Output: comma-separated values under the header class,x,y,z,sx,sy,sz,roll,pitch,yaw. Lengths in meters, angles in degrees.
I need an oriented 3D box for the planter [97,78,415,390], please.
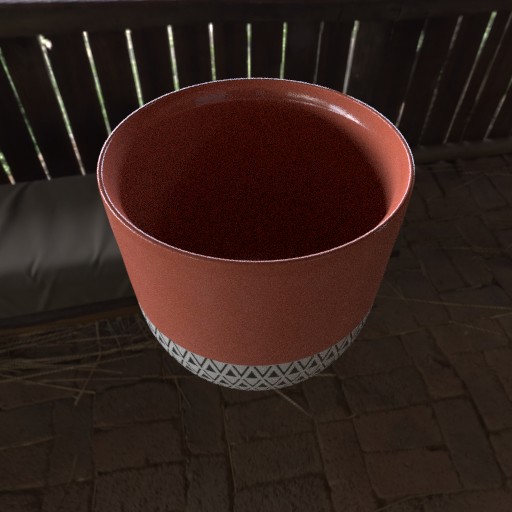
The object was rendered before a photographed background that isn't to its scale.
class,x,y,z,sx,sy,sz,roll,pitch,yaw
planter,0.000,0.000,0.478,0.266,0.270,0.266,0,47,0
